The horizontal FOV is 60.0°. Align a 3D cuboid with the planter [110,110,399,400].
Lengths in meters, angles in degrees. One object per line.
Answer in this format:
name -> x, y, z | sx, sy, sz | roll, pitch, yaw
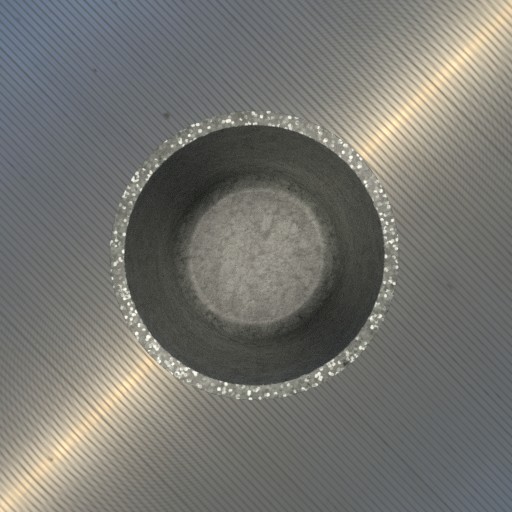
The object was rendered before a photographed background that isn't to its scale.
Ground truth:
planter -> 0.000, 0.000, 0.672 | 0.360, 0.419, 0.360 | 0, 90, 1
